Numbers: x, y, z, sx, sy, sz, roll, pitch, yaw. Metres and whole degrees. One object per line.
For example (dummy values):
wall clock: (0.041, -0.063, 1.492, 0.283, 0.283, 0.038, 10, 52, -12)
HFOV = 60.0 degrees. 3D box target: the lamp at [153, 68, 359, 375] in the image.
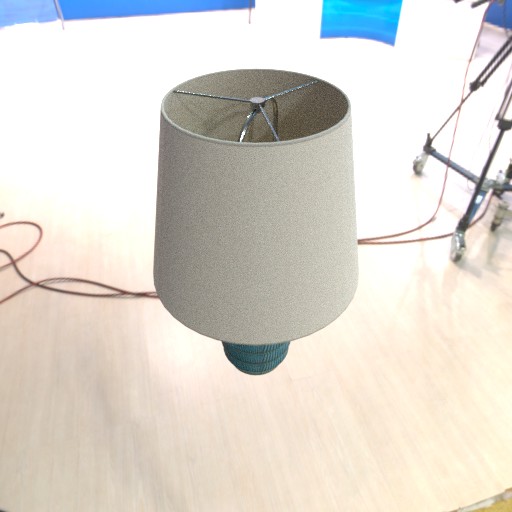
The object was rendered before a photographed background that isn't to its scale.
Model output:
lamp: (0.000, 0.000, 0.548, 0.254, 0.392, 0.254, 0, 41, 0)
